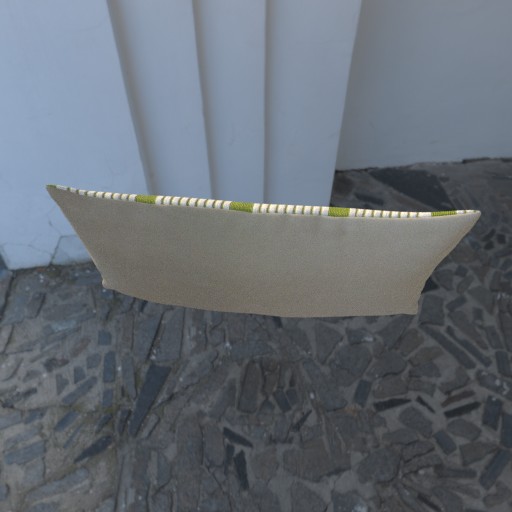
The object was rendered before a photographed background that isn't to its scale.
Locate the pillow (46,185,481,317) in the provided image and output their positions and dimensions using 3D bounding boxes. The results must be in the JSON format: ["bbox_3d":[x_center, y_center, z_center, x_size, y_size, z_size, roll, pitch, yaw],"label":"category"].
[{"bbox_3d":[0.000,0.000,0.735,0.608,0.292,0.156,4,46,4],"label":"pillow"}]
